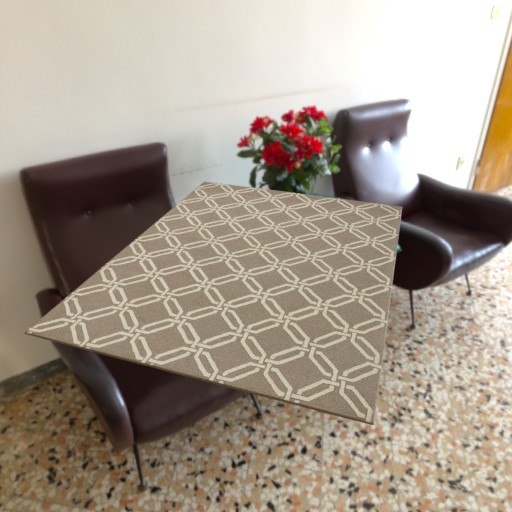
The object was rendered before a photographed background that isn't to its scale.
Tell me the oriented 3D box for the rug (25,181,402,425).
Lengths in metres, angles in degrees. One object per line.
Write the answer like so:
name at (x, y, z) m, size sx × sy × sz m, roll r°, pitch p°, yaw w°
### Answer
rug at (0.000, 0.000, 3.818) m, size 2.288 × 0.018 × 2.895 m, roll 10°, pitch 32°, yaw 16°
